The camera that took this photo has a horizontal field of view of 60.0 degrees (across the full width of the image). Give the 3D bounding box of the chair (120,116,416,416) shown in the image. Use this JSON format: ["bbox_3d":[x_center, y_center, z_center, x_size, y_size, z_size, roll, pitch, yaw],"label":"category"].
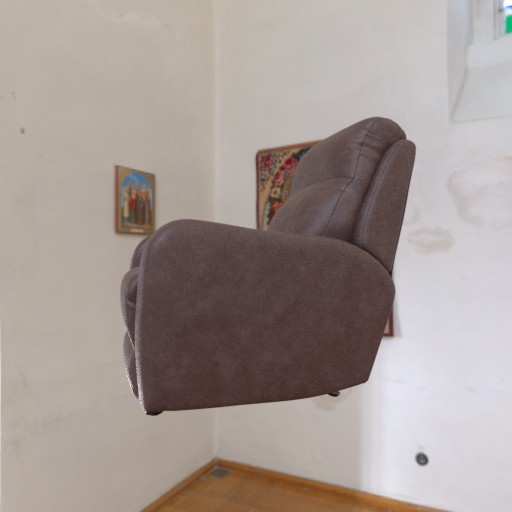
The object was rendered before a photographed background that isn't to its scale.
[{"bbox_3d":[0.000,0.000,1.827,1.067,1.067,0.865,0,0,-18],"label":"chair"}]
